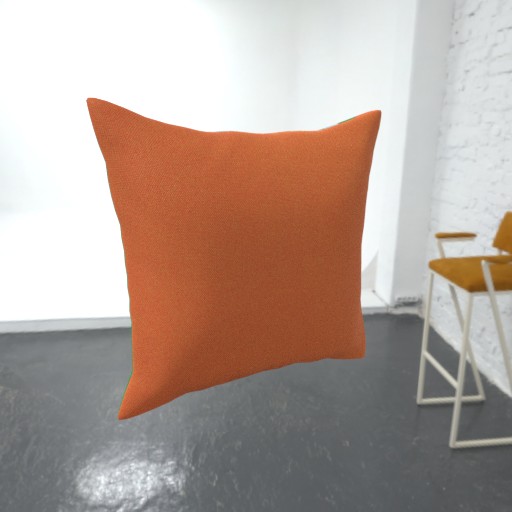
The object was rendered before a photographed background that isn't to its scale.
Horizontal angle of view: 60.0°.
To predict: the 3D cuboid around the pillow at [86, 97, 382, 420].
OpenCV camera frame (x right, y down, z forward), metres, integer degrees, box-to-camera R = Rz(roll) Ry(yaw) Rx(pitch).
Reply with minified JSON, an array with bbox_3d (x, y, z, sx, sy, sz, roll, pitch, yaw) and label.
[{"bbox_3d":[0.000,0.000,0.682,0.453,0.444,0.169,-7,16,-25],"label":"pillow"}]
